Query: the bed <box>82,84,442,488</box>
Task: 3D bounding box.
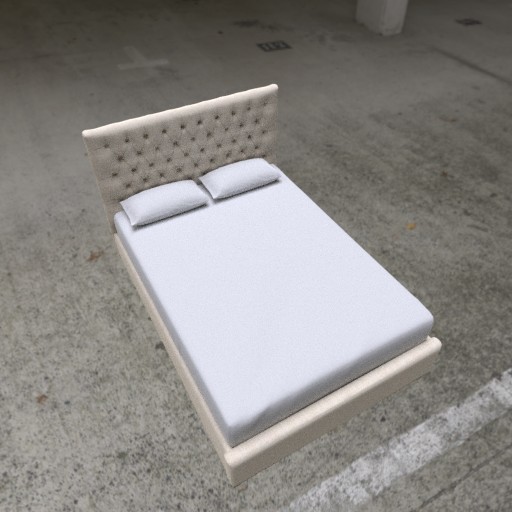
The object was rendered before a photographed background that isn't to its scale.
[{"bbox_3d":[0.000,0.000,3.357,1.698,1.427,2.387,-22,49,-20],"label":"bed"}]
